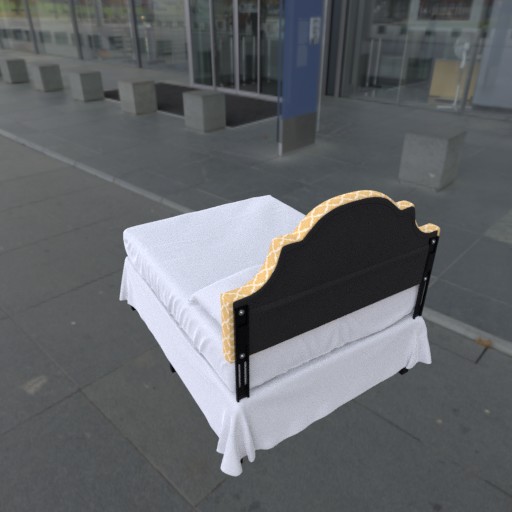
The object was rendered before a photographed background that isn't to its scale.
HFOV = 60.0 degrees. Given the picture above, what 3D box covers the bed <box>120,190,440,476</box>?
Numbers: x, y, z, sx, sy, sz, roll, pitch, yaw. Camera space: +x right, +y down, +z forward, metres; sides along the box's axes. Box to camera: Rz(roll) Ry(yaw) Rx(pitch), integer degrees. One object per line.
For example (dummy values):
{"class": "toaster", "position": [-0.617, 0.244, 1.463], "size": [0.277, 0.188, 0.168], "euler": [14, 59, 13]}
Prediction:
{"class": "bed", "position": [0.000, 0.000, 3.431], "size": [1.780, 1.633, 2.222], "euler": [-17, 33, -27]}
